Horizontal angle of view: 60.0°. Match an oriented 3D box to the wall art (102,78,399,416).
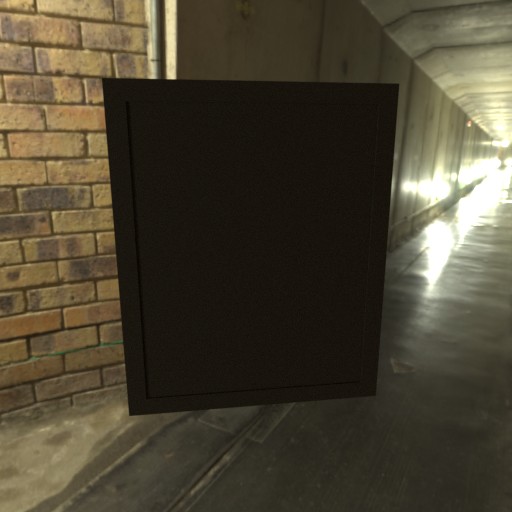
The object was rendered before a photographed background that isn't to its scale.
[{"bbox_3d":[0.000,0.000,0.760,0.457,0.559,0.033,-2,15,-8],"label":"wall art"}]
